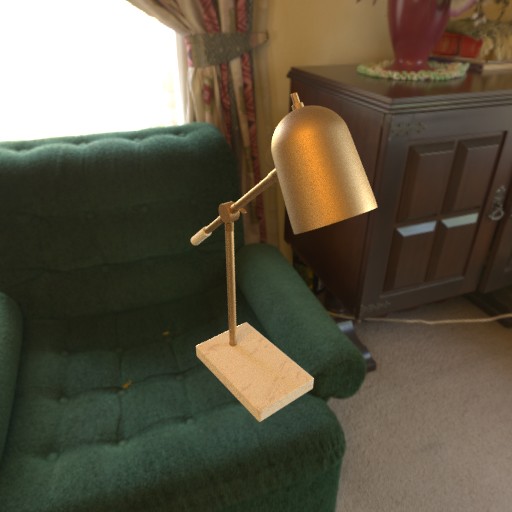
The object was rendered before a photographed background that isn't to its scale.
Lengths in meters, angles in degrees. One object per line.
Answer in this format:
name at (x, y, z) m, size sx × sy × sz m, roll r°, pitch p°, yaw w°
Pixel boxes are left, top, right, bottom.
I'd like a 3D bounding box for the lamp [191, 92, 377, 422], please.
lamp at (0.000, 0.000, 0.826) m, size 0.144 × 0.603 × 0.471 m, roll -21°, pitch 36°, yaw -32°
